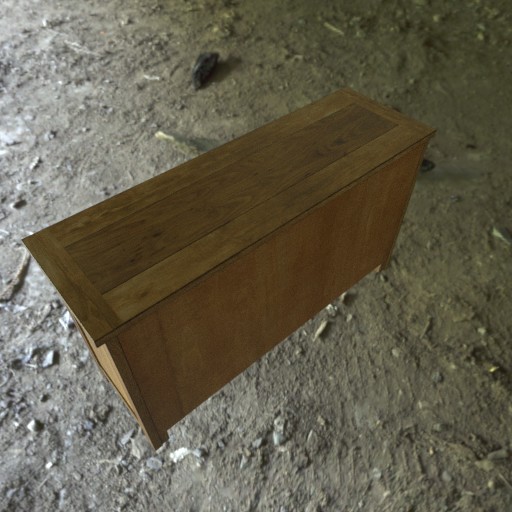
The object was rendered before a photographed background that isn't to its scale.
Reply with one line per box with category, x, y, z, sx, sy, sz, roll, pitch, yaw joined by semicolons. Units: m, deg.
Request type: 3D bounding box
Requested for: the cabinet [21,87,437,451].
cabinet;0.000;0.000;1.841;1.474;0.813;0.480;-33;55;-26
